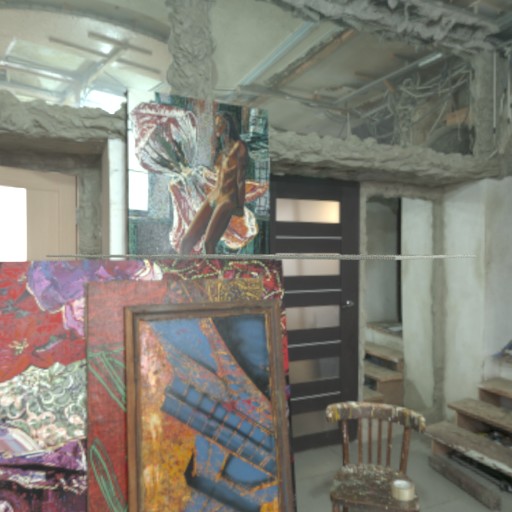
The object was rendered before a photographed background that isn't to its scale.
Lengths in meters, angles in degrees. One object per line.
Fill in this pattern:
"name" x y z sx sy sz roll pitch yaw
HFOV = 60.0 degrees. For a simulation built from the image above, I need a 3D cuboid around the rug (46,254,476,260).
"rug" 0.000 0.000 2.818 2.290 0.014 1.526 0 0 36
